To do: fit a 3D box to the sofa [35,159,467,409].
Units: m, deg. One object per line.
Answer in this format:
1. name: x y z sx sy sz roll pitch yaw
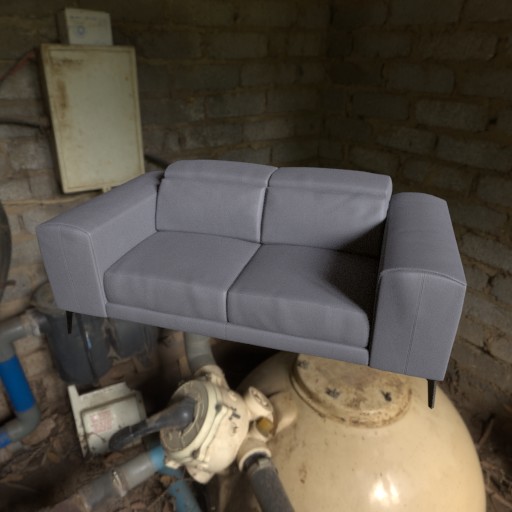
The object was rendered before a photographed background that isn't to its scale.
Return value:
1. sofa: 0.000 0.000 2.333 1.895 0.779 1.003 8 26 15
